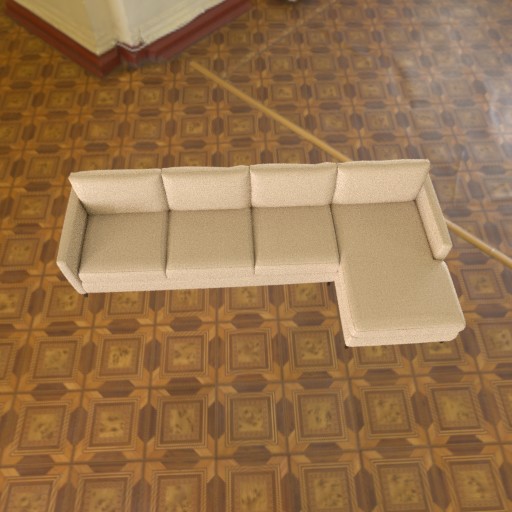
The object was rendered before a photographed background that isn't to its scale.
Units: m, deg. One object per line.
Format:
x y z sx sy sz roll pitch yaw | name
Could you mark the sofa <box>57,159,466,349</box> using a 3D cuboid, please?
0.000 0.000 3.185 2.731 0.755 1.258 -2 59 -1 | sofa
